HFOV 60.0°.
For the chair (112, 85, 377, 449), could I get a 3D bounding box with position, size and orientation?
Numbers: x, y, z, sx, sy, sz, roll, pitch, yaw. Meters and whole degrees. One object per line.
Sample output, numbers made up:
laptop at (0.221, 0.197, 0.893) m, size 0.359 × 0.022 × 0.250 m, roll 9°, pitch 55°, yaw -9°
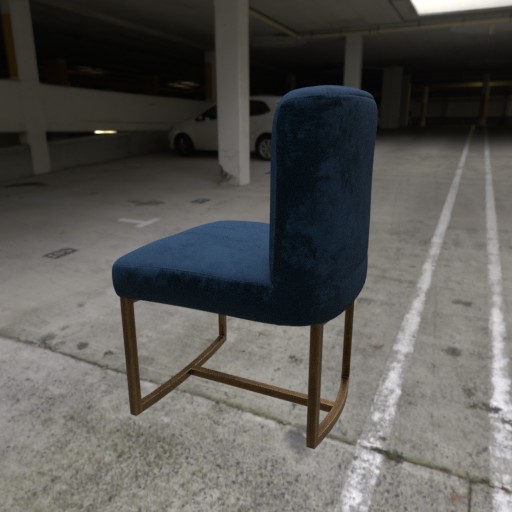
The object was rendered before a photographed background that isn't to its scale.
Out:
chair at (0.000, 0.000, 1.190) m, size 0.560 × 0.824 × 0.530 m, roll 8°, pitch 18°, yaw 24°
